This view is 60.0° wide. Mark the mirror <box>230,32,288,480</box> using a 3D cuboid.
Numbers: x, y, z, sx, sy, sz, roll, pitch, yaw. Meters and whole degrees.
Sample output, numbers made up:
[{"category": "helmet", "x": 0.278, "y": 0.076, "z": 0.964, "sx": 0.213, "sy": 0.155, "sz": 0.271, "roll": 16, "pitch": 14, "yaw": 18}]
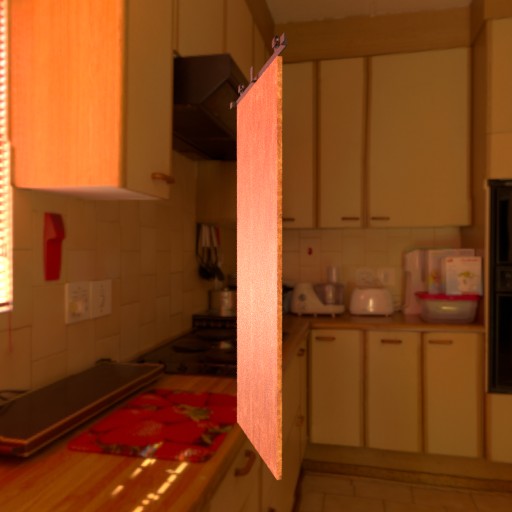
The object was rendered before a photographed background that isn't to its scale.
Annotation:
[{"category": "mirror", "x": 0.000, "y": 0.000, "z": 2.075, "sx": 0.042, "sy": 1.793, "sz": 0.847, "roll": 0, "pitch": 1, "yaw": -17}]
